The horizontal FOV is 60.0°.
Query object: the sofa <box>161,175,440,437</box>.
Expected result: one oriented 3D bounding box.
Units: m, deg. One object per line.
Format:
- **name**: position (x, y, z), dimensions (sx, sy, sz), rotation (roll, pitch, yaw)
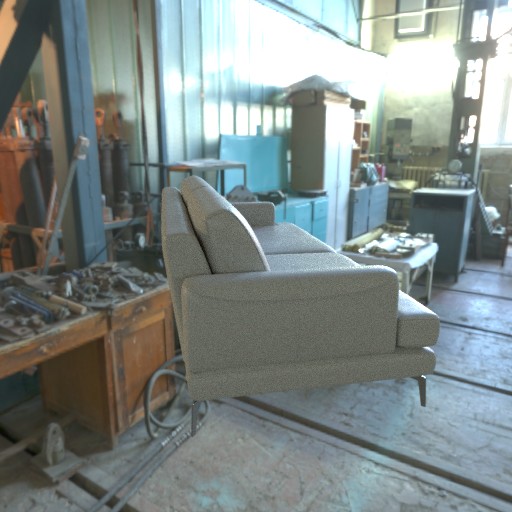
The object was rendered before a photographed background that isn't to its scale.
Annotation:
- **sofa**: position (0.000, 0.000, 2.393), dimensions (0.974, 0.765, 1.940), rotation (-3, 15, -11)
